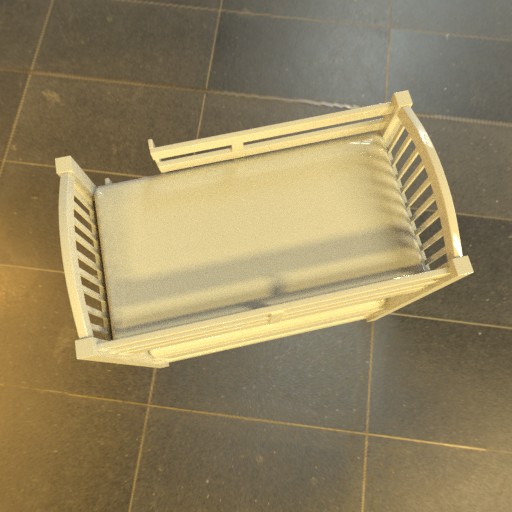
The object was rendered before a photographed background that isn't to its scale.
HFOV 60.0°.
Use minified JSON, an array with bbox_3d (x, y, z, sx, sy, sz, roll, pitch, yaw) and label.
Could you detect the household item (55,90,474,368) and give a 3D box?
[{"bbox_3d":[0.000,0.000,3.243,2.032,2.032,1.143,-12,75,-3],"label":"household item"}]
